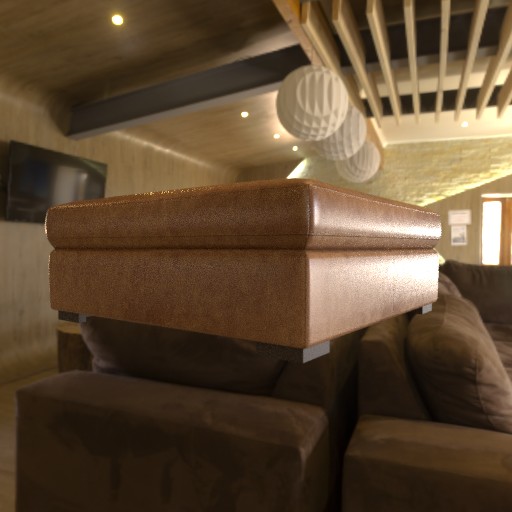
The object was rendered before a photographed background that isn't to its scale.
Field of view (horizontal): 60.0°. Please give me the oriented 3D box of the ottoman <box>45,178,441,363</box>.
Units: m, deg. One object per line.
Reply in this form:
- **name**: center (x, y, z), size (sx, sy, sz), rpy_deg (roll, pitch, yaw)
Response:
- **ottoman**: center (0.000, 0.000, 1.818), size (1.168, 0.483, 1.169), rpy_deg (1, 1, 37)
